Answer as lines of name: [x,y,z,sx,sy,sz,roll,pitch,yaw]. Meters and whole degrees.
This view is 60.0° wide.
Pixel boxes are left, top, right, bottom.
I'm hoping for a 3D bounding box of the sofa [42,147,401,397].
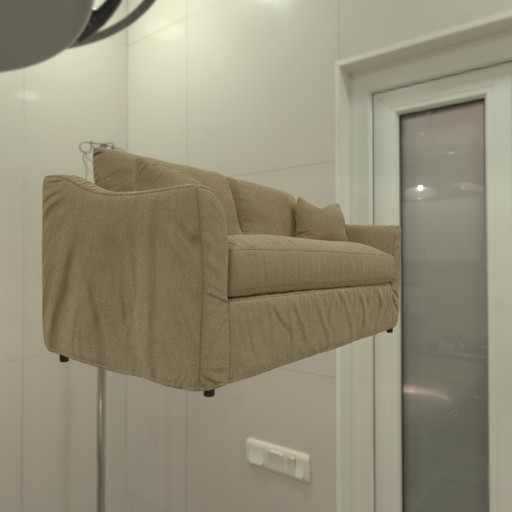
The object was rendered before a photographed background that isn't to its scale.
sofa: [0.000,0.000,2.565,1.072,1.018,2.010,-1,-1,37]
